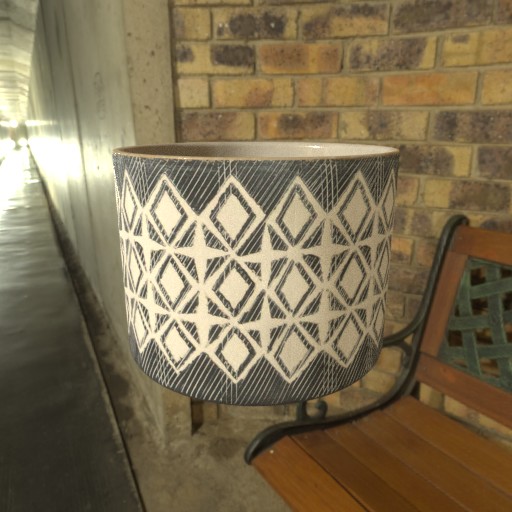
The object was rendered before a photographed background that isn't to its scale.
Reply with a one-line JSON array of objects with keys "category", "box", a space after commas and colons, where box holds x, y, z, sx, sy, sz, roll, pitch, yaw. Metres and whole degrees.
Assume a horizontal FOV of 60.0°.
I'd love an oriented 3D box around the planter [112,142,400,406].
[{"category": "planter", "box": [0.000, 0.000, 0.219, 0.126, 0.104, 0.126, 0, 17, 0]}]
